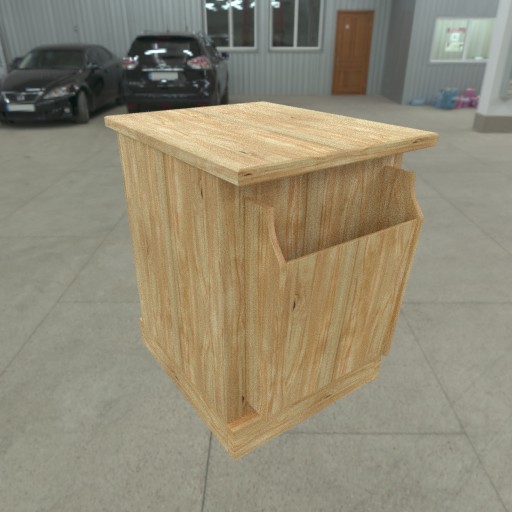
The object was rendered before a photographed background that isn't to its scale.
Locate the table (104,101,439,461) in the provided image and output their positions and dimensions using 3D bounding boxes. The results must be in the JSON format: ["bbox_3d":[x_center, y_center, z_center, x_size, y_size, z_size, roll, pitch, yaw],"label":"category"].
[{"bbox_3d":[0.000,0.000,0.887,0.380,0.515,0.530,-17,31,-31],"label":"table"}]
